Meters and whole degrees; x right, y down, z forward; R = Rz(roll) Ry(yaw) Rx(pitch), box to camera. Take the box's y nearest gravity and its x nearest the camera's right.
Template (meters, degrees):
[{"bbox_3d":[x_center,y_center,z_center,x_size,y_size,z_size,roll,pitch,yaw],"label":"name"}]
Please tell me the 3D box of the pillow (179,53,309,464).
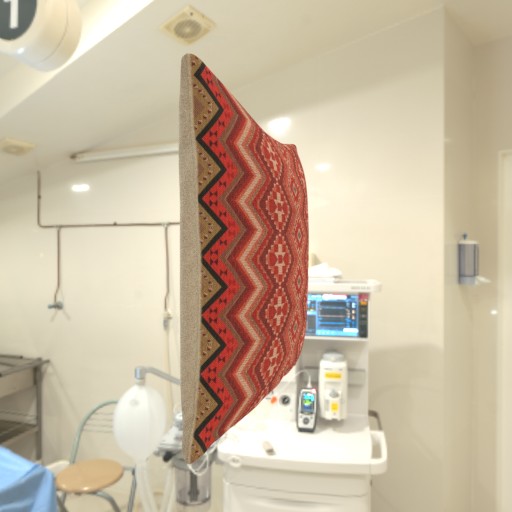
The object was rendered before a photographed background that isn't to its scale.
[{"bbox_3d":[0.000,0.000,0.786,0.158,0.511,0.513,0,0,19],"label":"pillow"}]
